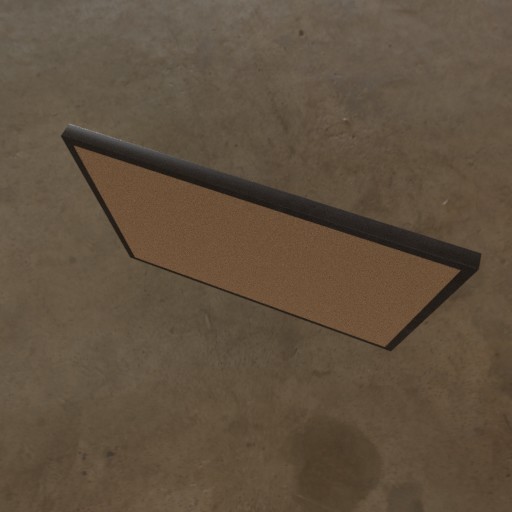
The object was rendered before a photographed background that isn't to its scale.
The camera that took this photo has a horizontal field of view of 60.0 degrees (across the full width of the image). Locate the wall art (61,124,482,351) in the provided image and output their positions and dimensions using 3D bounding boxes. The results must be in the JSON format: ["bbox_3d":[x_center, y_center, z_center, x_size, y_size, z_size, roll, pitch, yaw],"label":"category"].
[{"bbox_3d":[0.000,0.000,1.184,0.912,0.612,0.038,19,65,9],"label":"wall art"}]
